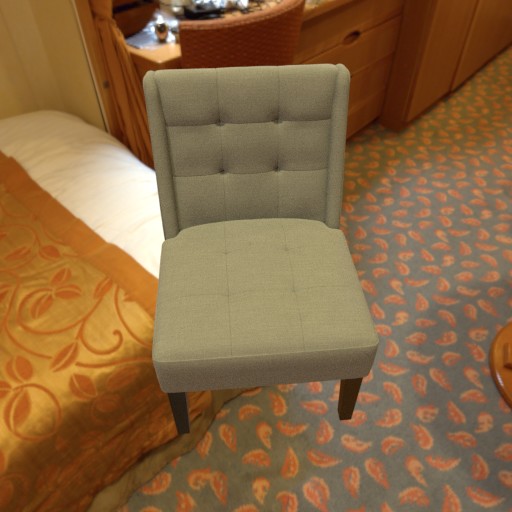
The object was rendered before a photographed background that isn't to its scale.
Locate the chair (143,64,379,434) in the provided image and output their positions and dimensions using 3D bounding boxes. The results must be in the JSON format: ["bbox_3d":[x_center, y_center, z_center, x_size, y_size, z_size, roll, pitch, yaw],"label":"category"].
[{"bbox_3d":[0.000,0.000,1.293,0.569,0.853,0.676,-4,46,-3],"label":"chair"}]
